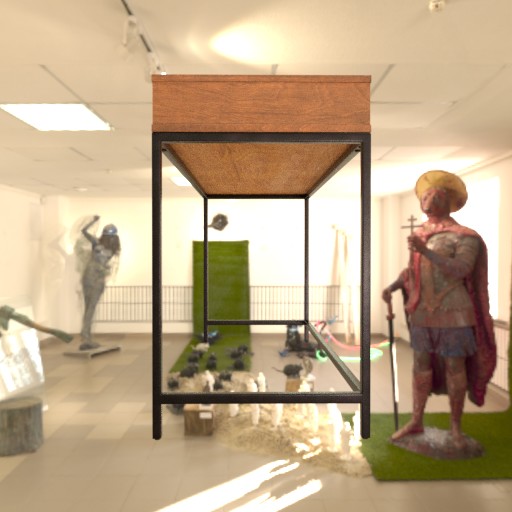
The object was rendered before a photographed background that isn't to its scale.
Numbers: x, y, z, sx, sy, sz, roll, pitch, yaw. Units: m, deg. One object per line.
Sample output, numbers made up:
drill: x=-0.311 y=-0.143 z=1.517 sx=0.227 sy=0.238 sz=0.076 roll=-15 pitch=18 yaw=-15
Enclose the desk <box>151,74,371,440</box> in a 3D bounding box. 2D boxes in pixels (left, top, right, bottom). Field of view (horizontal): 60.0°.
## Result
desk: x=0.000 y=0.000 z=1.431 sx=0.470 sy=0.762 sz=1.016 roll=0 pitch=1 yaw=-1
